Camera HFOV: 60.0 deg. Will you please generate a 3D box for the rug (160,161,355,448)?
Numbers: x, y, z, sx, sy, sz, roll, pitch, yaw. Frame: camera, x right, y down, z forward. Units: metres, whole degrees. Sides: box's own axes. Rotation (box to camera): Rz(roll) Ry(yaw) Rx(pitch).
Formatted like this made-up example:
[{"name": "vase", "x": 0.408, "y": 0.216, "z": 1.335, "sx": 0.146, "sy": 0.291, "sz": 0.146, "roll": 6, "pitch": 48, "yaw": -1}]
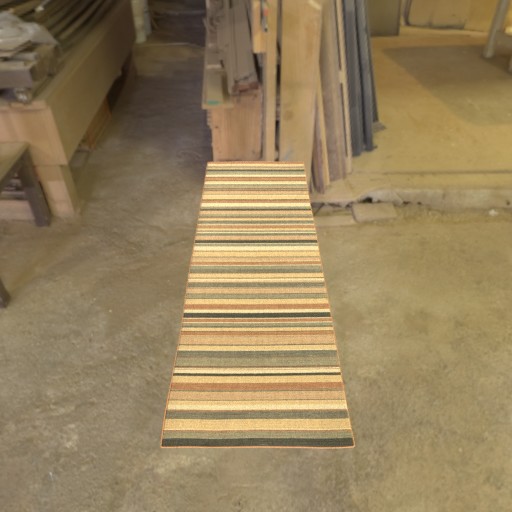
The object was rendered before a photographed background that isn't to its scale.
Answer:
[{"name": "rug", "x": 0.000, "y": 0.000, "z": 2.738, "sx": 0.799, "sy": 0.010, "sz": 2.444, "roll": 0, "pitch": 40, "yaw": 0}]
